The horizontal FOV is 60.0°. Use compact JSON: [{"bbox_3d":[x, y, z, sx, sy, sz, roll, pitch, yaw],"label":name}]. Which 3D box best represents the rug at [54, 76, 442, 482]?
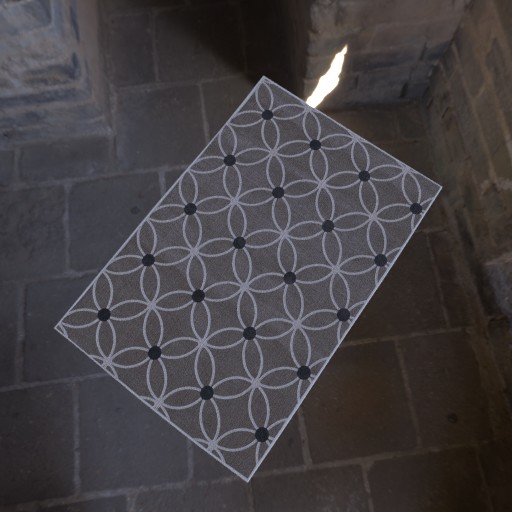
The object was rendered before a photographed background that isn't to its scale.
[{"bbox_3d":[0.000,0.000,2.916,1.522,0.008,2.284,35,78,8],"label":"rug"}]
